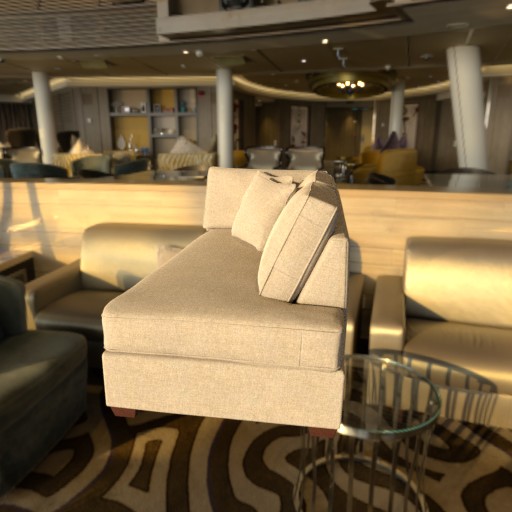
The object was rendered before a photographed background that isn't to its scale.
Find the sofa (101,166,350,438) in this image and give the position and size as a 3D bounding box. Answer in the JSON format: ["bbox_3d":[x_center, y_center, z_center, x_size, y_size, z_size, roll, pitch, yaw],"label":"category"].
[{"bbox_3d":[0.000,0.000,2.861,1.110,1.019,2.238,2,15,9],"label":"sofa"}]
